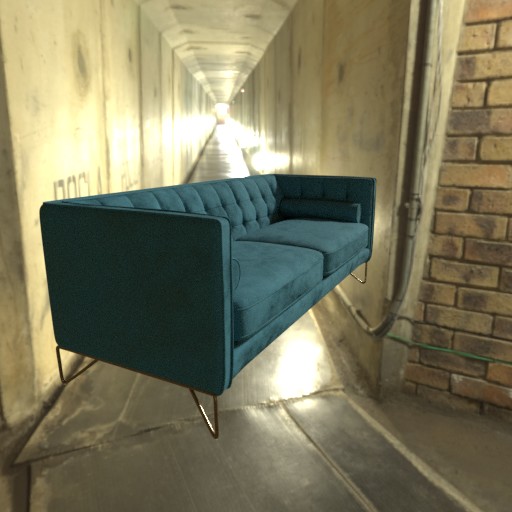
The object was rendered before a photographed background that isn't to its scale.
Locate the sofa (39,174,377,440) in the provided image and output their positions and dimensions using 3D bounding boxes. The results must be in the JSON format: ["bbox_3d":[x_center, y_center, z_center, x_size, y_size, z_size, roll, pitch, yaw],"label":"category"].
[{"bbox_3d":[0.000,0.000,2.502,0.867,0.789,2.087,7,16,27],"label":"sofa"}]
